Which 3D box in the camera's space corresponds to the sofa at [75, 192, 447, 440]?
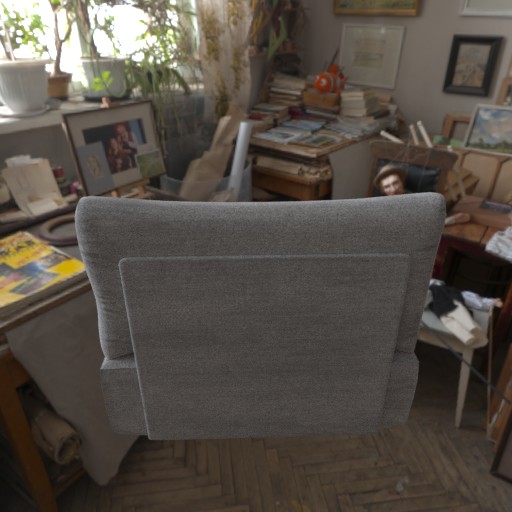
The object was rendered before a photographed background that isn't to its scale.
[{"bbox_3d":[0.000,0.000,1.658,0.930,0.820,1.000,-1,29,-2],"label":"sofa"}]
